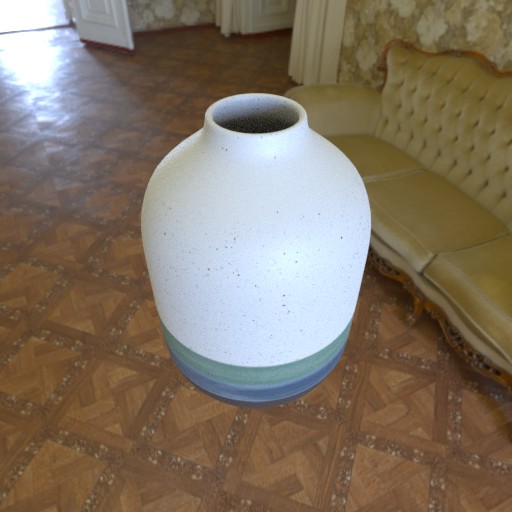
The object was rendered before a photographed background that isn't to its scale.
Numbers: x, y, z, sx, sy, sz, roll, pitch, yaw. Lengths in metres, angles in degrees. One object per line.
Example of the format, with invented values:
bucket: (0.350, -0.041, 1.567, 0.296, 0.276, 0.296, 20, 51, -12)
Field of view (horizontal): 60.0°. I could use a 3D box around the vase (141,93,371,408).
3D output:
vase: (0.000, 0.000, 0.356, 0.169, 0.240, 0.169, 0, 42, 0)
